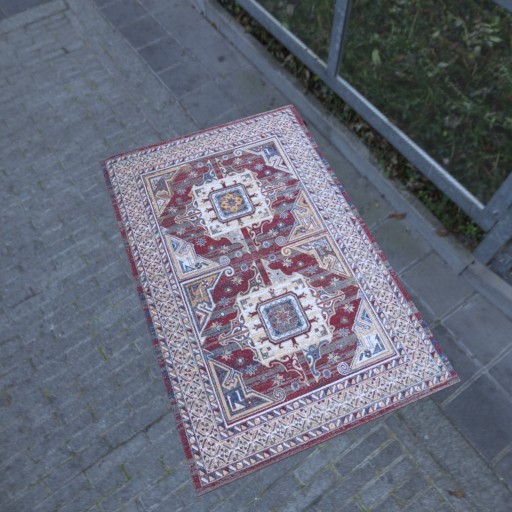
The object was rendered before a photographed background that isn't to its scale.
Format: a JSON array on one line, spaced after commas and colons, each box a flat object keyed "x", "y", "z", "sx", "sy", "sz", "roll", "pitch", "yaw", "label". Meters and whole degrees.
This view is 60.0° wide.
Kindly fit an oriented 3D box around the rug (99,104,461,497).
[{"x": 0.000, "y": 0.000, "z": 5.617, "sx": 3.033, "sy": 0.033, "sz": 4.578, "roll": -19, "pitch": 63, "yaw": -10, "label": "rug"}]
